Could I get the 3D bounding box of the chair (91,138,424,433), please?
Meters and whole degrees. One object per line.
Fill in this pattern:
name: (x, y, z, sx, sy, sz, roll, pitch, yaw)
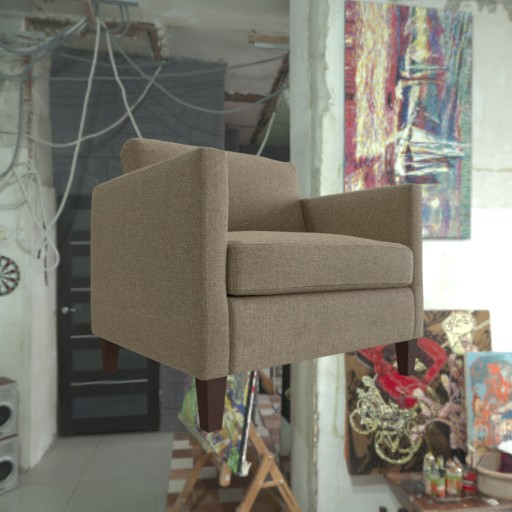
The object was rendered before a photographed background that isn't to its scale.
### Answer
chair: (0.000, 0.000, 1.866, 1.107, 0.987, 0.959, 0, 0, -38)
